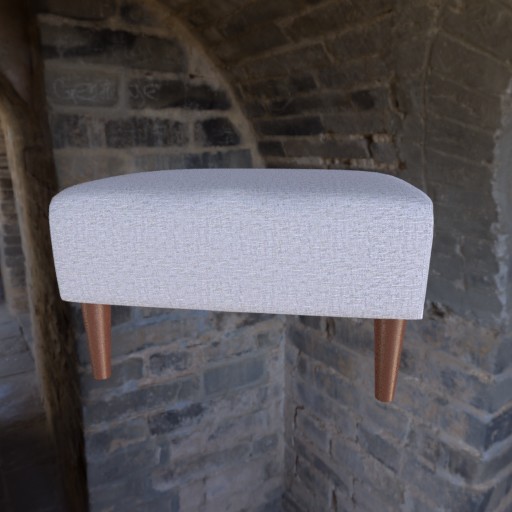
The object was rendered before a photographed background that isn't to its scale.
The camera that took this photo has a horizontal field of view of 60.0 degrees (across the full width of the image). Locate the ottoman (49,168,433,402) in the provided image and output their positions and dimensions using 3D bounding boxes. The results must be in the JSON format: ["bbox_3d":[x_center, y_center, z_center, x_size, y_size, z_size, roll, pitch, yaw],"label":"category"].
[{"bbox_3d":[0.000,0.000,1.052,0.655,0.399,0.648,2,14,8],"label":"ottoman"}]
